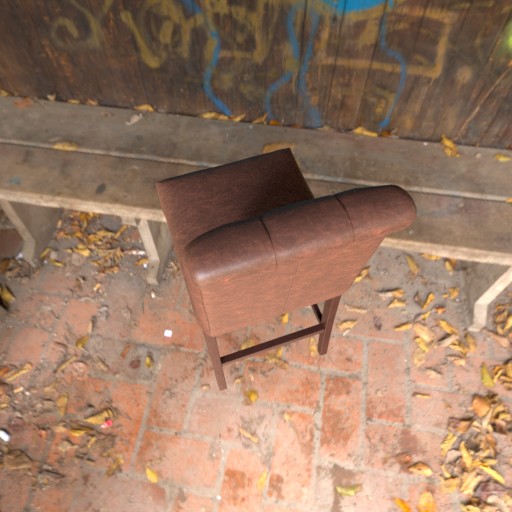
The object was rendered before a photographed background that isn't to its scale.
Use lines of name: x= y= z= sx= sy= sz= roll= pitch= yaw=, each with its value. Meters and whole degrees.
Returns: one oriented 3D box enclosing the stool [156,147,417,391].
stool: x=0.000 y=0.000 z=1.426 sx=0.486 sy=1.084 sz=0.660 roll=-17 pitch=60 yaw=-10
